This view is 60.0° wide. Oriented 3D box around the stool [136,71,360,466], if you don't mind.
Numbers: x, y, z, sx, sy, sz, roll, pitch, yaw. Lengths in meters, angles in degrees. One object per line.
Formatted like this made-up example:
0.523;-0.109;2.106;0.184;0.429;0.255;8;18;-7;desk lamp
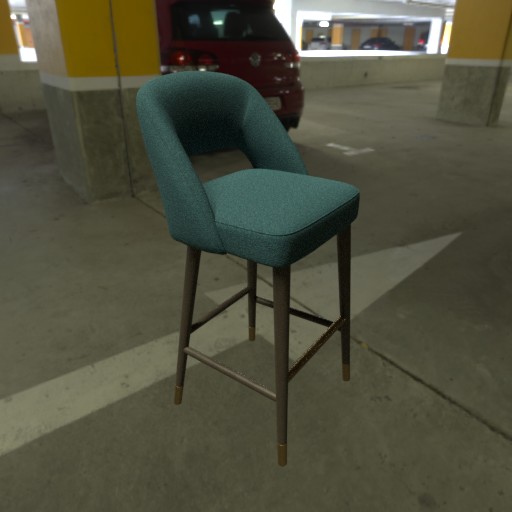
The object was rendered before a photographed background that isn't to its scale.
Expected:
0.000;0.000;1.357;0.522;1.032;0.536;17;30;31;stool
